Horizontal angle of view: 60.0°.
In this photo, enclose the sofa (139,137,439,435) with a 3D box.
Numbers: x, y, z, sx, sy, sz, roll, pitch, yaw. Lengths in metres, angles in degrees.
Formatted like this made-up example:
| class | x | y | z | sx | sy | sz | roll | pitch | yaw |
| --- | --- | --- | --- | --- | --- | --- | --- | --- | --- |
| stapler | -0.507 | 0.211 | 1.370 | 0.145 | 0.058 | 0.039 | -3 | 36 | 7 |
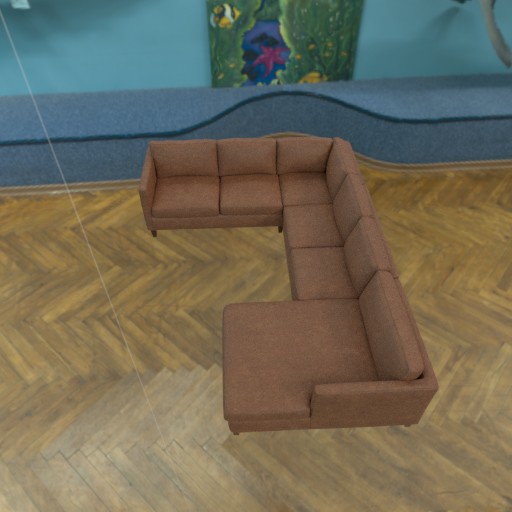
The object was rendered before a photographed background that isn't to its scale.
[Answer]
| class | x | y | z | sx | sy | sz | roll | pitch | yaw |
| --- | --- | --- | --- | --- | --- | --- | --- | --- | --- |
| sofa | 0.000 | 0.000 | 4.602 | 2.593 | 0.923 | 3.460 | -2 | 46 | -2 |
